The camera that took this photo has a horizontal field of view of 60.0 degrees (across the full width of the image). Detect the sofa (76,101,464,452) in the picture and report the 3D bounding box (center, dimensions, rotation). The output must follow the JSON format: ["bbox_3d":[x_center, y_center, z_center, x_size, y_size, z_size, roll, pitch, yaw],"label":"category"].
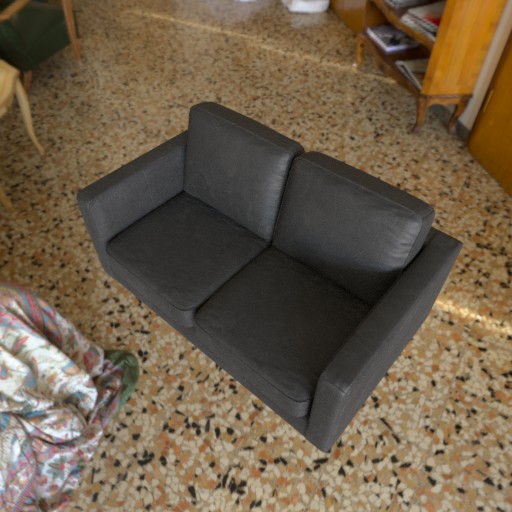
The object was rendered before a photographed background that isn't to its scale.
[{"bbox_3d":[0.000,0.000,2.018,1.430,0.899,0.879,33,56,26],"label":"sofa"}]
